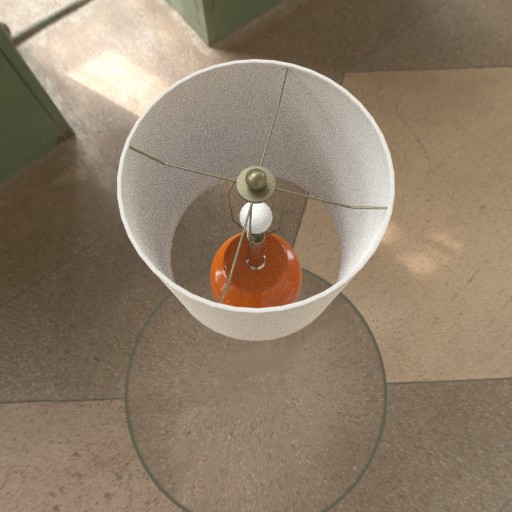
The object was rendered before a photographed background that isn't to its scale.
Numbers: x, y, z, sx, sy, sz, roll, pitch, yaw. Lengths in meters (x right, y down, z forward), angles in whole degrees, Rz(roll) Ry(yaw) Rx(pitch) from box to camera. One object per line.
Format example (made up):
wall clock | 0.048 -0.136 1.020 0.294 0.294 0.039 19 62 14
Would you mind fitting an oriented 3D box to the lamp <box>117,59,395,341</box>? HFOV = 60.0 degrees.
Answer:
lamp | 0.000 0.000 1.084 0.418 0.871 0.418 -36 77 -10
